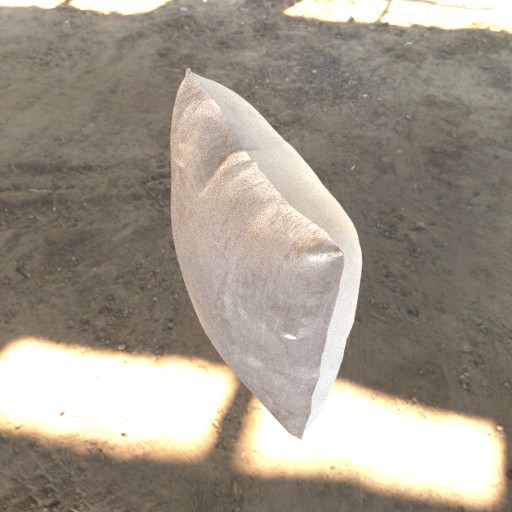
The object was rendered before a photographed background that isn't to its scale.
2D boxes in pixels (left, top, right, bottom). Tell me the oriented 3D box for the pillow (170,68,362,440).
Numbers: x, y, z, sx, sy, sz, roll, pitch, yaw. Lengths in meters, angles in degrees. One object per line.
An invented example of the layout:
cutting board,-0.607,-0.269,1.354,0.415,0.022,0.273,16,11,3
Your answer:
pillow,0.000,0.000,0.719,0.245,0.448,0.450,-17,49,-15
